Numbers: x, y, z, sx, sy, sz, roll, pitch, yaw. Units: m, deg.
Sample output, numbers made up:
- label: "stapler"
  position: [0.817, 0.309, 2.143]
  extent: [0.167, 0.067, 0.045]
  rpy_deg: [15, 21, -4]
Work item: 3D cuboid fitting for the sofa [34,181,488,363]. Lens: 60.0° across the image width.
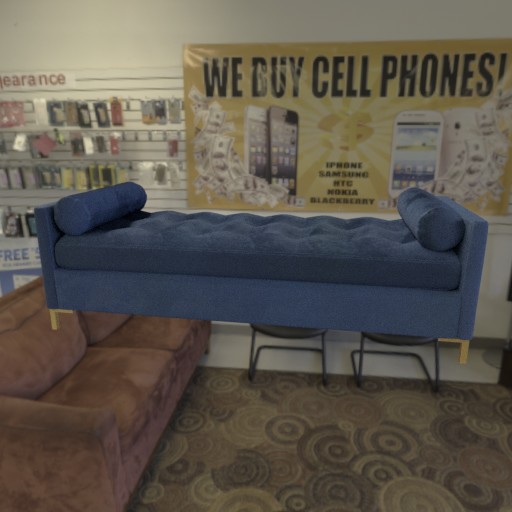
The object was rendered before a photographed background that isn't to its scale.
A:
- label: "sofa"
  position: [0.000, 0.000, 2.423]
  extent: [2.102, 0.705, 0.796]
  rpy_deg: [3, 16, 10]
